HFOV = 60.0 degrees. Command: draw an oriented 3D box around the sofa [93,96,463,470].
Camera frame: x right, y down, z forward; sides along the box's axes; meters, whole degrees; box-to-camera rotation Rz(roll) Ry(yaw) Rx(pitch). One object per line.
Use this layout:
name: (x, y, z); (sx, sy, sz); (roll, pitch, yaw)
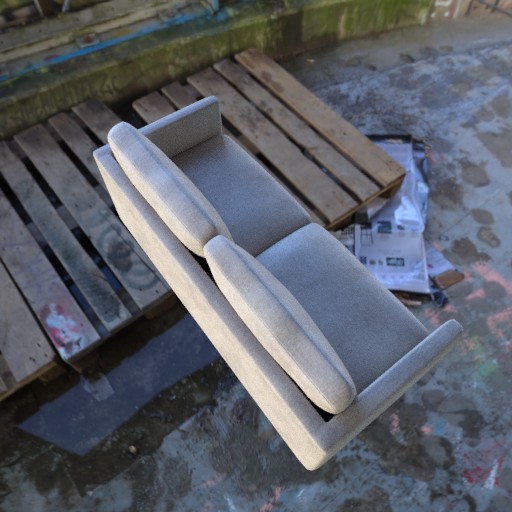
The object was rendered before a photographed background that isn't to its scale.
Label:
sofa: (0.000, 0.000, 2.680); (0.951, 0.965, 2.208); (-33, 63, -19)
